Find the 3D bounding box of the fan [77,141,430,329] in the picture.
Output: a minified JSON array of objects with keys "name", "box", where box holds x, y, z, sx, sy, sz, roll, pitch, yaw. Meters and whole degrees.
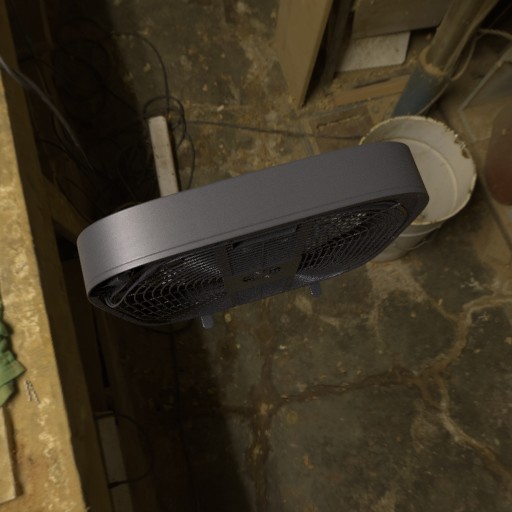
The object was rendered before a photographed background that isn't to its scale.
[{"name":"fan","box":[0.000,0.000,0.812,0.526,0.533,0.142,-16,75,-4]}]
